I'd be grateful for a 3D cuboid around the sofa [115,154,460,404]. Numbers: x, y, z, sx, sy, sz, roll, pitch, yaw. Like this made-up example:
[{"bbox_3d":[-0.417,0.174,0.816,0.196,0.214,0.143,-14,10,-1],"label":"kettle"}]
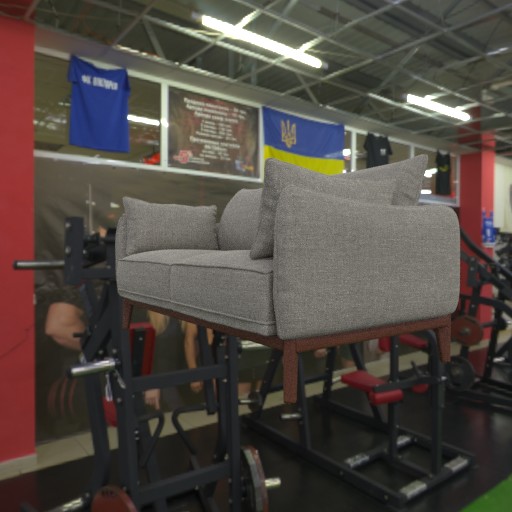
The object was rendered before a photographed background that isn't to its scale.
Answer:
[{"bbox_3d":[0.000,0.000,2.139,0.972,0.851,1.580,-1,1,-35],"label":"sofa"}]
